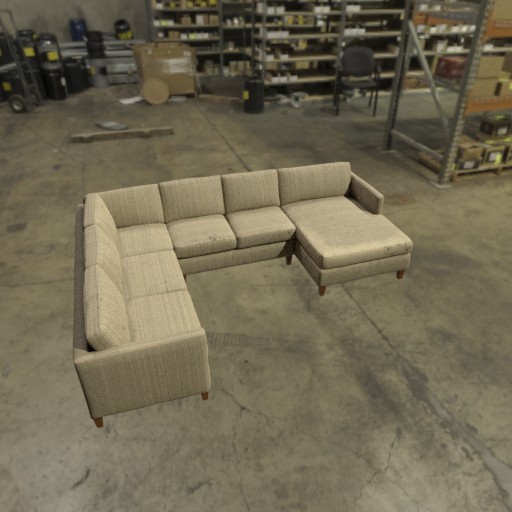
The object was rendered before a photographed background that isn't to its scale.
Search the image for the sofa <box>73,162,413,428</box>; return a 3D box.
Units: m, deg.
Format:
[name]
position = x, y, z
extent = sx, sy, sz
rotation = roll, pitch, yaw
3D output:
[sofa]
position = 0.000, 0.000, 4.583
extent = 3.460, 0.961, 2.594
rotation = -10, 34, -15
